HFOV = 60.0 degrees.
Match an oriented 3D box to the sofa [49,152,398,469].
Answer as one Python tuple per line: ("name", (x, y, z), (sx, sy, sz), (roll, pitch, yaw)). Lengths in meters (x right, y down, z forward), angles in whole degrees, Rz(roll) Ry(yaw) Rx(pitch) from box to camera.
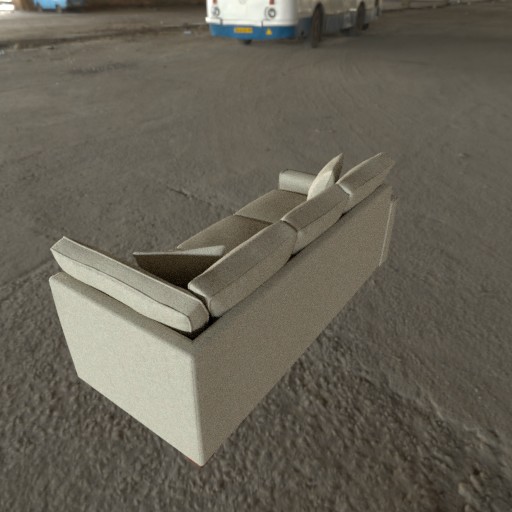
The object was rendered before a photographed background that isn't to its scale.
("sofa", (0.000, 0.000, 2.932), (1.061, 0.962, 2.317), (20, 37, 30))
